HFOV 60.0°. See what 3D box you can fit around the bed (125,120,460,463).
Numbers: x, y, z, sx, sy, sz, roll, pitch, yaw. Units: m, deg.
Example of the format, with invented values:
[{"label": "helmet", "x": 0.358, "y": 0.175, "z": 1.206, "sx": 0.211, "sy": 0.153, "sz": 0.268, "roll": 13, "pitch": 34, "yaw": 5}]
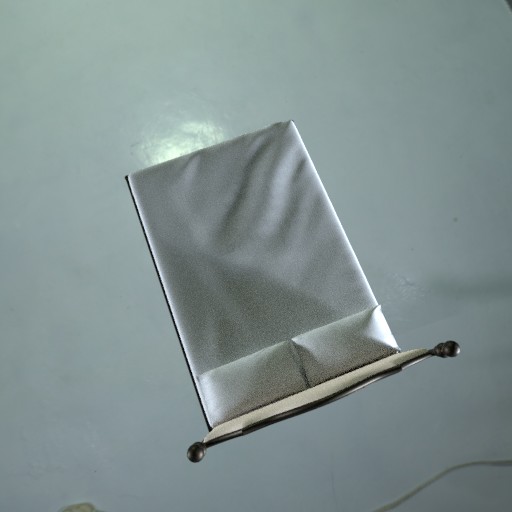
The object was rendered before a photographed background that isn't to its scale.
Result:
[{"label": "bed", "x": 0.000, "y": 0.000, "z": 3.226, "sx": 1.533, "sy": 1.462, "sz": 2.170, "roll": -20, "pitch": 75, "yaw": -6}]
